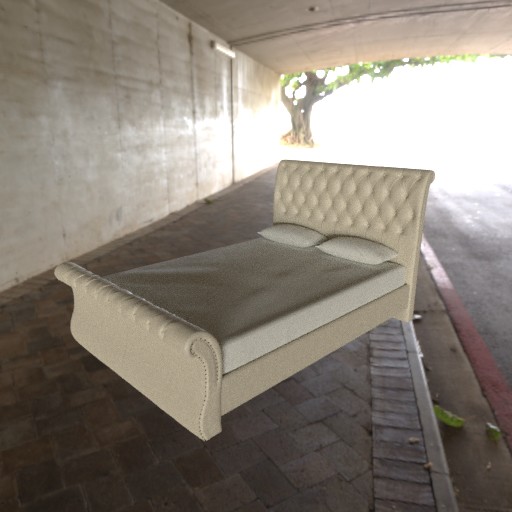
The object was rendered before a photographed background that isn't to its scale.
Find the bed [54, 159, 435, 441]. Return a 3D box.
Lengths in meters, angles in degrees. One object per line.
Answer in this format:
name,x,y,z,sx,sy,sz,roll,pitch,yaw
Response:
bed,0.000,0.000,3.448,2.493,1.268,1.606,-16,23,-42
